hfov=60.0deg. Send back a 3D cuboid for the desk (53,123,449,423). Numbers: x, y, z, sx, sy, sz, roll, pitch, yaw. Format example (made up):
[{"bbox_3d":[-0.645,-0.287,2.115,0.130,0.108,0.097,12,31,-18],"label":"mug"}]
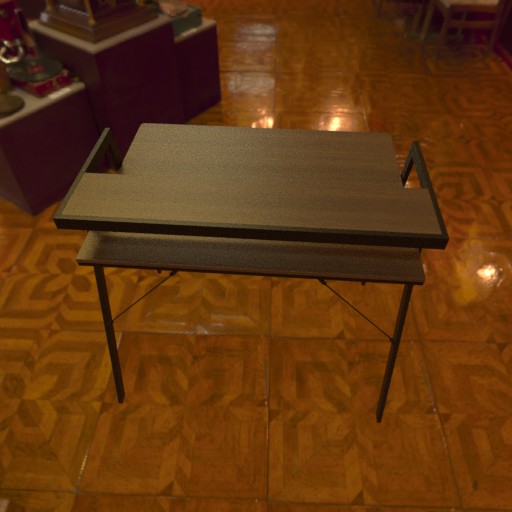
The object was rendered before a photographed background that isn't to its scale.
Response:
[{"bbox_3d":[0.000,0.000,1.882,1.143,0.998,0.936,3,47,3],"label":"desk"}]
